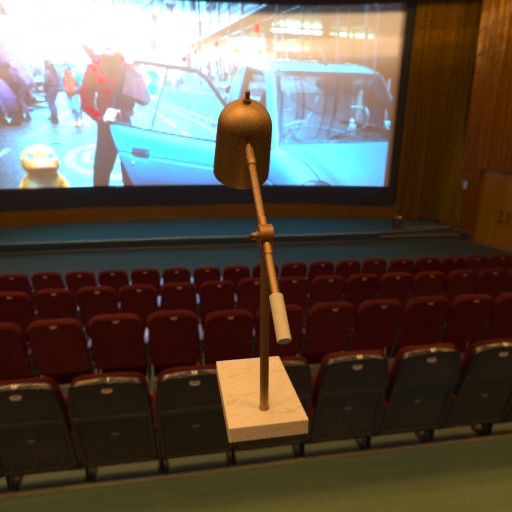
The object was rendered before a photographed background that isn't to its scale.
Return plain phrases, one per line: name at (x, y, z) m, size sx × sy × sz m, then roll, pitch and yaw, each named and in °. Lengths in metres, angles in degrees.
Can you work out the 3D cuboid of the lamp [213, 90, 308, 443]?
lamp at (0.000, 0.000, 0.835) m, size 0.144 × 0.603 × 0.471 m, roll -3°, pitch 16°, yaw -10°
